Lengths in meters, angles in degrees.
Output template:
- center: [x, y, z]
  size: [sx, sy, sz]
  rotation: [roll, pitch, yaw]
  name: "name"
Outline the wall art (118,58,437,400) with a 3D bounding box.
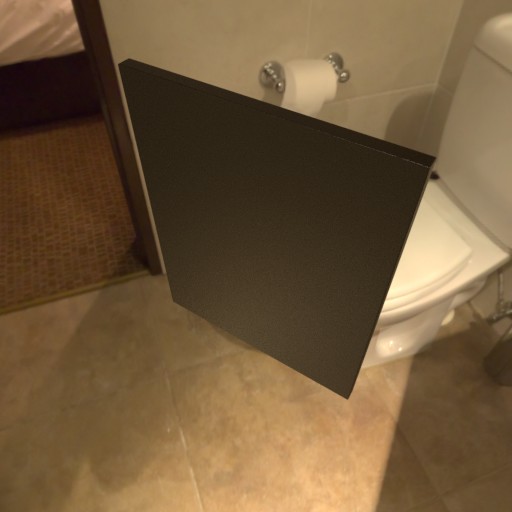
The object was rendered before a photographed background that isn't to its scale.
- center: [0.000, 0.000, 1.609]
  size: [0.950, 1.194, 0.053]
  rotation: [25, 53, 21]
  name: "wall art"
